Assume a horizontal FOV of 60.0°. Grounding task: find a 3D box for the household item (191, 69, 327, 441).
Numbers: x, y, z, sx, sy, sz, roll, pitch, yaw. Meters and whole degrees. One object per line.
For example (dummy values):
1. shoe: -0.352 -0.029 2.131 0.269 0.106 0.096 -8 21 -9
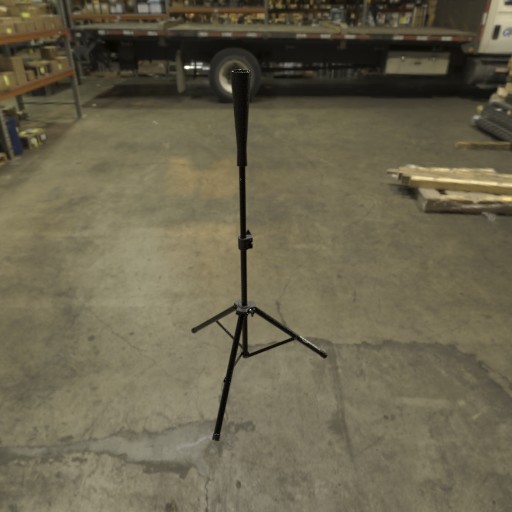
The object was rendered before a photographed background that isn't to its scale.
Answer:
1. household item: 0.000 0.000 1.387 0.559 1.067 0.559 1 30 1
